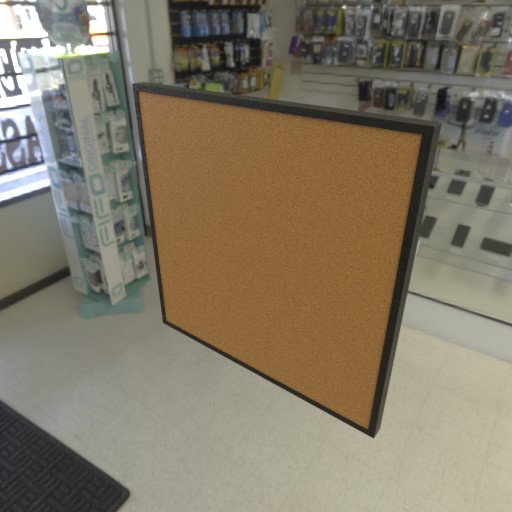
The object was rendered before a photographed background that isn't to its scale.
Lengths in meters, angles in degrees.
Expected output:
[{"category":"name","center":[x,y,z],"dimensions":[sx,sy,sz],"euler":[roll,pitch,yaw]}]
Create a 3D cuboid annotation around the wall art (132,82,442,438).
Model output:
[{"category":"wall art","center":[0.000,0.000,1.125],"dimensions":[0.763,0.763,0.039],"euler":[20,35,32]}]
